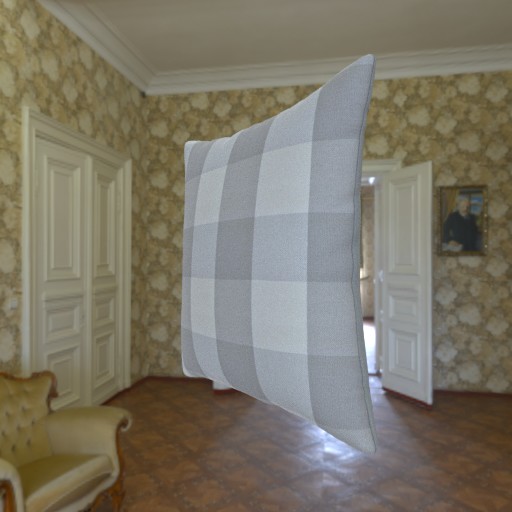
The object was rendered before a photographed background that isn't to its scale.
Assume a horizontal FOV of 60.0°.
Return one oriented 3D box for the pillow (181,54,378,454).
[{"bbox_3d":[0.000,0.000,0.764,0.161,0.509,0.511,1,-2,-36],"label":"pillow"}]
